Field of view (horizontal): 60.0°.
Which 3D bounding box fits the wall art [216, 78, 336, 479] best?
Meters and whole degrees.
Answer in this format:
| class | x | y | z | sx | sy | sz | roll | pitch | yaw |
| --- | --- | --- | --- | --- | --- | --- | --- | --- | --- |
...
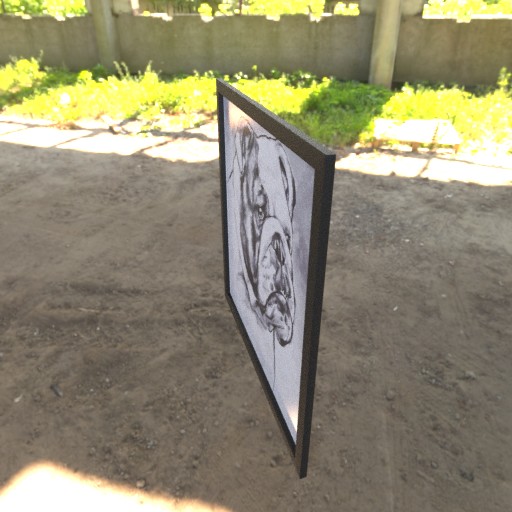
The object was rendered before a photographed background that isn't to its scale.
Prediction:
| class | x | y | z | sx | sy | sz | roll | pitch | yaw |
| --- | --- | --- | --- | --- | --- | --- | --- | --- | --- |
| wall art | 0.000 | 0.000 | 0.994 | 0.016 | 0.659 | 0.663 | -8 | 31 | -14 |
